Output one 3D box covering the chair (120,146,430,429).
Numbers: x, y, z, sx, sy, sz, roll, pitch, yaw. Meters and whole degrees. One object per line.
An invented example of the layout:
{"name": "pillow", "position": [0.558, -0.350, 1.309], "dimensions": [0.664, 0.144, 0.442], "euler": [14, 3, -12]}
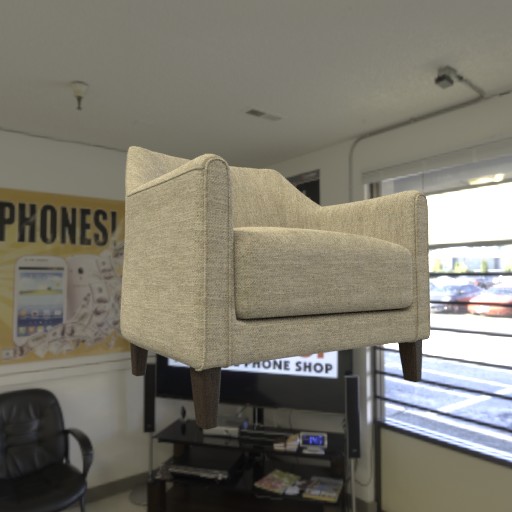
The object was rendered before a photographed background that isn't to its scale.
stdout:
{"name": "chair", "position": [0.000, 0.000, 1.422], "dimensions": [0.796, 0.761, 0.758], "euler": [2, -3, -35]}
